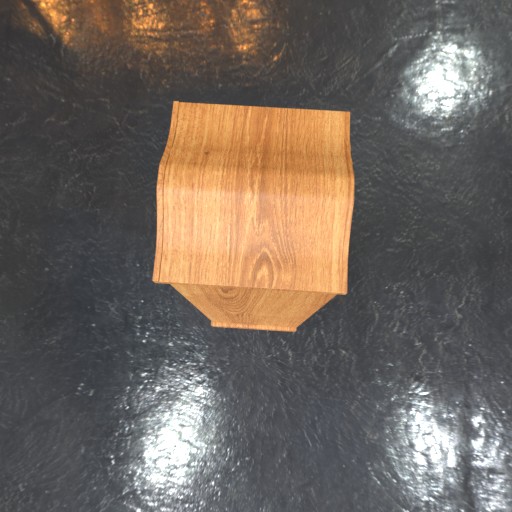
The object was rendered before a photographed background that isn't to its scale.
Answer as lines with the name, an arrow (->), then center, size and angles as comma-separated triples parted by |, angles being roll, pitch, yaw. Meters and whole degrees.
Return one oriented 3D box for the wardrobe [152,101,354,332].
wardrobe -> 0.000, 0.000, 2.190 | 0.570, 1.870, 0.590 | 3, 77, 1
